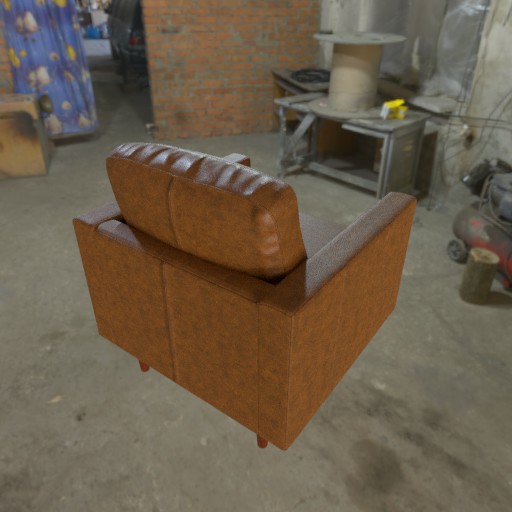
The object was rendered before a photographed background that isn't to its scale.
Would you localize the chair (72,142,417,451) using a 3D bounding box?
[{"bbox_3d":[0.000,0.000,1.694,0.890,0.956,0.909,21,37,31],"label":"chair"}]
